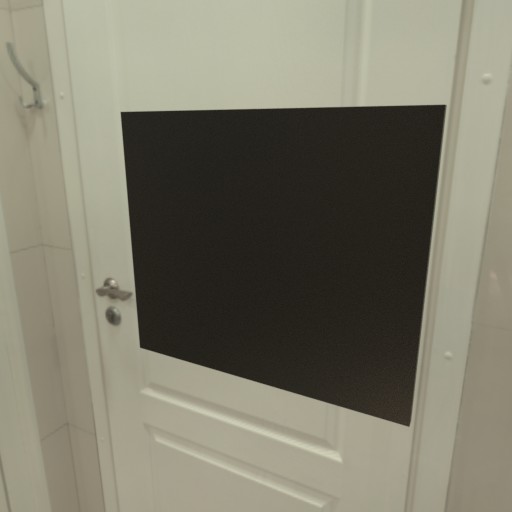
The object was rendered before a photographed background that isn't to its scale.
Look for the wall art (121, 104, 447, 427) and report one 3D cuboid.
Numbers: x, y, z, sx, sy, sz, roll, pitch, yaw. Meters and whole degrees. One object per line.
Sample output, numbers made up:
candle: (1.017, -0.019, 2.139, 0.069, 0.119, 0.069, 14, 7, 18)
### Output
wall art: (0.000, 0.000, 0.526, 0.383, 0.332, 0.012, 9, 18, 27)
